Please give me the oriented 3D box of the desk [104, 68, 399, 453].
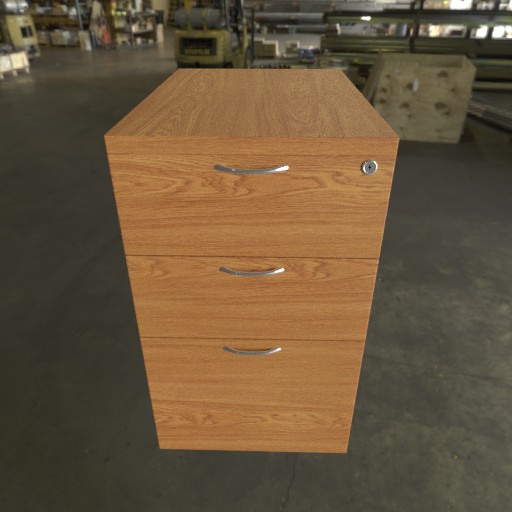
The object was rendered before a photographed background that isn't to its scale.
[{"bbox_3d":[0.000,0.000,1.040,0.404,0.730,0.600,1,31,1],"label":"desk"}]
